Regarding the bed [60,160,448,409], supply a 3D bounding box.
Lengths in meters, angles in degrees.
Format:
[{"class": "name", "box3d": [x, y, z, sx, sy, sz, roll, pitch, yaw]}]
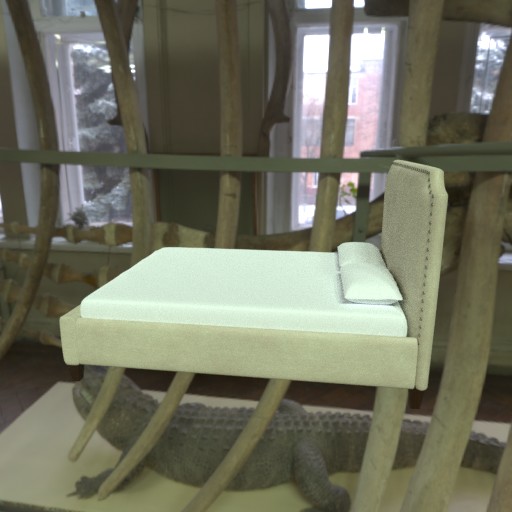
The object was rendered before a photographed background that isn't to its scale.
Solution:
[{"class": "bed", "box3d": [0.000, 0.000, 3.470, 2.372, 1.443, 1.712, 2, 14, 8]}]
